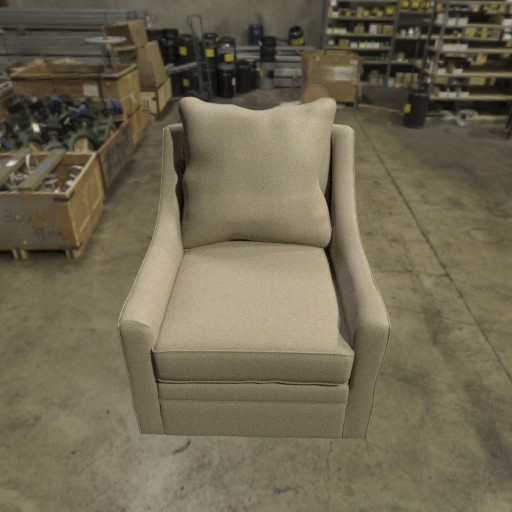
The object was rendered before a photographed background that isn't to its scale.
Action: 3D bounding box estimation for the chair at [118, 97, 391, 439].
[{"bbox_3d":[0.000,0.000,1.591,0.760,0.942,0.876,1,32,1],"label":"chair"}]
